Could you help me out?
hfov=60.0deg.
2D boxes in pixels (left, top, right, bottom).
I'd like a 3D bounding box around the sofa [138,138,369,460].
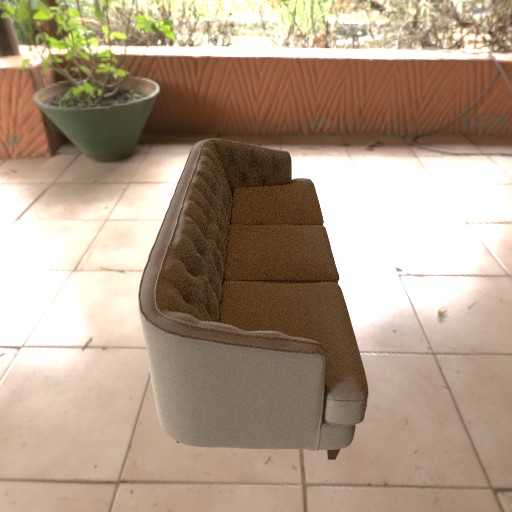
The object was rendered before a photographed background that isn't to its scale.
[{"bbox_3d":[0.000,0.000,2.706,0.941,0.855,2.278,0,32,0],"label":"sofa"}]
